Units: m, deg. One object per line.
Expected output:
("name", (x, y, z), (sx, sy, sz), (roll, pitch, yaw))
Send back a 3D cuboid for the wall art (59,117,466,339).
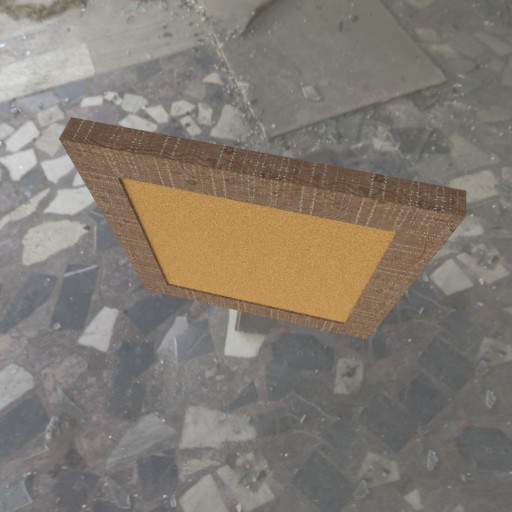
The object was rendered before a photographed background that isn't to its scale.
("wall art", (0.000, 0.000, 0.809), (0.531, 0.531, 0.040), (12, 64, 6))
